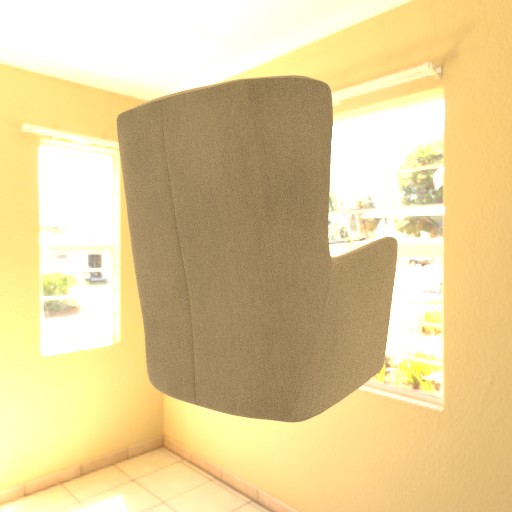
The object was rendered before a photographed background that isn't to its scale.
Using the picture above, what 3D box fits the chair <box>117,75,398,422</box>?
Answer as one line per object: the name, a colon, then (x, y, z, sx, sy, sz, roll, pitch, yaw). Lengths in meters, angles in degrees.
chair: (0.000, 0.000, 1.628, 0.779, 1.000, 0.904, 1, 2, 36)
